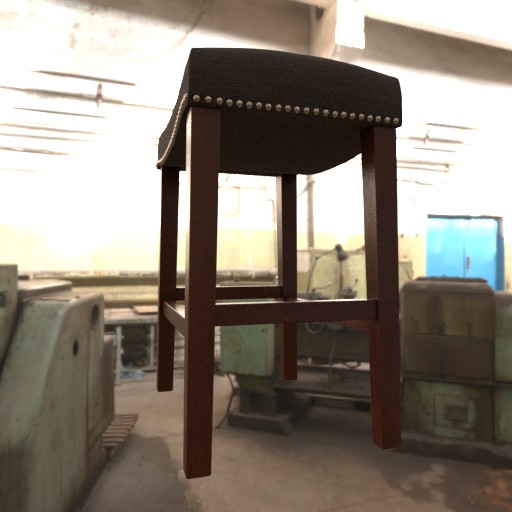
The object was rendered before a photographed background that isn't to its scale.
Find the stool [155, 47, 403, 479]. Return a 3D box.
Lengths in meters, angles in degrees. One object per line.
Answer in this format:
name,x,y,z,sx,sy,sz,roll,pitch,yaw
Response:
stool,0.000,0.000,0.925,0.372,0.654,0.504,0,-1,-18
